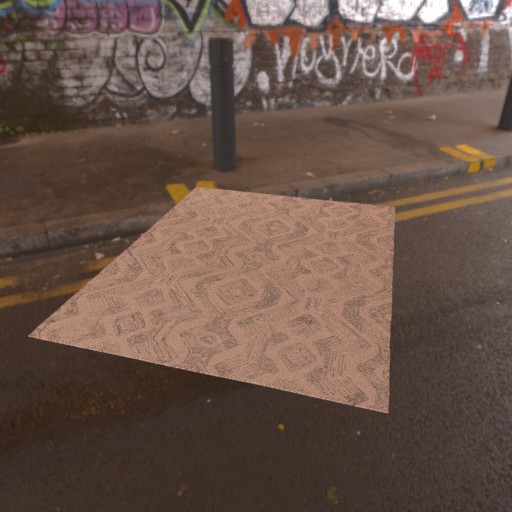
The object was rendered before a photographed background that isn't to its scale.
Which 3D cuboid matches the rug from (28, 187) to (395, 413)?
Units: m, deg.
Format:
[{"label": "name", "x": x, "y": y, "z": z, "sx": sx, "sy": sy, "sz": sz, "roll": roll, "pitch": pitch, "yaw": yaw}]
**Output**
[{"label": "rug", "x": 0.000, "y": 0.000, "z": 4.064, "sx": 2.430, "sy": 0.030, "sz": 3.054, "roll": 8, "pitch": 30, "yaw": 14}]
